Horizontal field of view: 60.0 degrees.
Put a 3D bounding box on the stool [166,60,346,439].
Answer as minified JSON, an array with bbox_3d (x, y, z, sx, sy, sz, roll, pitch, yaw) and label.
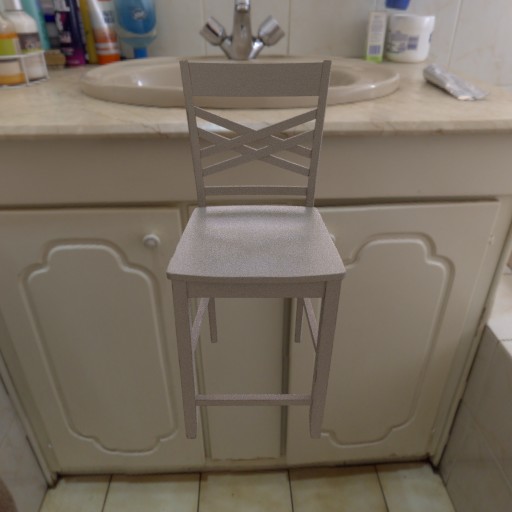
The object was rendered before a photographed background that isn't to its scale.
[{"bbox_3d":[0.000,0.000,1.393,0.462,1.079,0.539,0,31,0],"label":"stool"}]
